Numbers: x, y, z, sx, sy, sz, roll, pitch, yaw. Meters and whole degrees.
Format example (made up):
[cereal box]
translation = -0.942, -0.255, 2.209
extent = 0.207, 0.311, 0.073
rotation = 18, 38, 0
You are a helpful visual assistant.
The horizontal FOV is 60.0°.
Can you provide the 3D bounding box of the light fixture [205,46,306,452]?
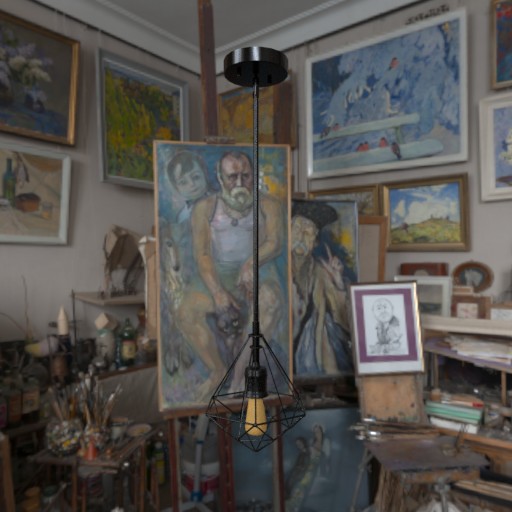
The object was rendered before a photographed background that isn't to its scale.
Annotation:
[light fixture]
translation = 0.000, 0.000, 2.008
extent = 0.431, 1.764, 0.487
rotation = 0, -1, 1
